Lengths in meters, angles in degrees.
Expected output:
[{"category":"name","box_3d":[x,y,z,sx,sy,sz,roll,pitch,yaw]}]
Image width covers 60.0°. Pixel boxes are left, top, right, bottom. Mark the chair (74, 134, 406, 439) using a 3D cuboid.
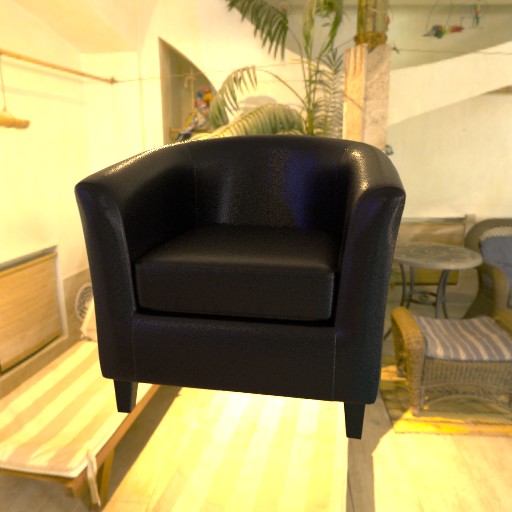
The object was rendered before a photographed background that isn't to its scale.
[{"category":"chair","box_3d":[0.000,0.000,1.390,0.793,0.756,0.727,2,14,10]}]
